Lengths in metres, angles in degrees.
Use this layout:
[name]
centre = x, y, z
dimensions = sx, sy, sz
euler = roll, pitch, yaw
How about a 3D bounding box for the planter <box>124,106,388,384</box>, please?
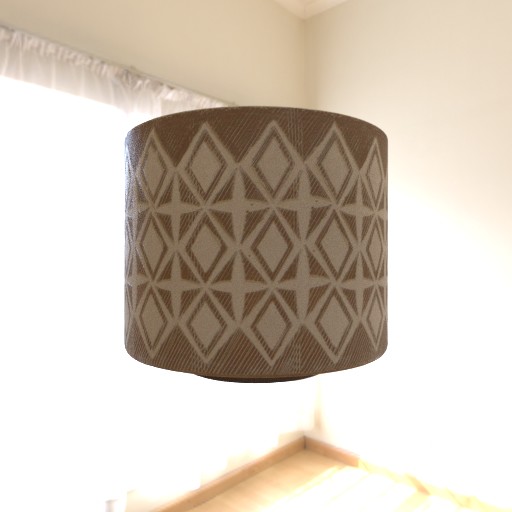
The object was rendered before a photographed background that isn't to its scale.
[planter]
centre = 0.000, 0.000, 0.338
dimensions = 0.193, 0.165, 0.193
euler = 0, 0, 0
